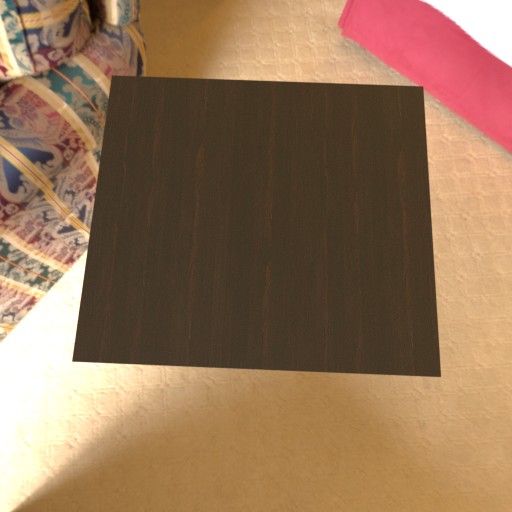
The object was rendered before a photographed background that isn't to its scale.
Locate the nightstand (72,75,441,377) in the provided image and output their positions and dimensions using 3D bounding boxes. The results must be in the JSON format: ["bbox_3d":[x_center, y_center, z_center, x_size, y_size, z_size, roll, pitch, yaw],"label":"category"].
[{"bbox_3d":[0.000,0.000,0.806,0.461,0.460,0.400,2,76,1],"label":"nightstand"}]
